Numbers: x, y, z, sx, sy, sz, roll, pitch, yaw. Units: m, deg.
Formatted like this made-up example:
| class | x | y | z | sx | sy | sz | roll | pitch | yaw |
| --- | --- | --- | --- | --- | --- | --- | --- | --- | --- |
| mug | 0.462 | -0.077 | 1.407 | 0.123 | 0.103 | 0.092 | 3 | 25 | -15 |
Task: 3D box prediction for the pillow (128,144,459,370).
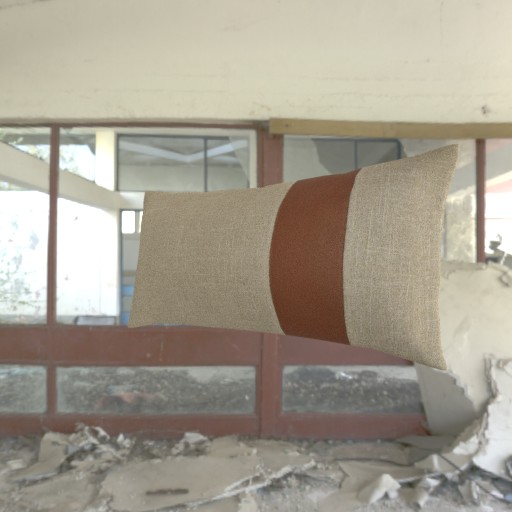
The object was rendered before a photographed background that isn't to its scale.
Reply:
| class | x | y | z | sx | sy | sz | roll | pitch | yaw |
| --- | --- | --- | --- | --- | --- | --- | --- | --- | --- |
| pillow | 0.000 | 0.000 | 0.729 | 0.612 | 0.282 | 0.155 | -1 | -1 | 36 |
